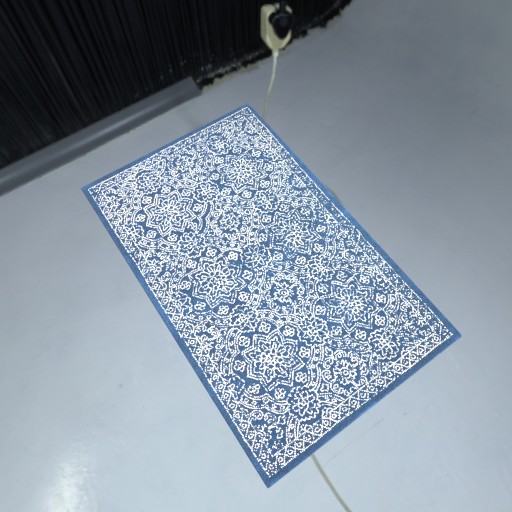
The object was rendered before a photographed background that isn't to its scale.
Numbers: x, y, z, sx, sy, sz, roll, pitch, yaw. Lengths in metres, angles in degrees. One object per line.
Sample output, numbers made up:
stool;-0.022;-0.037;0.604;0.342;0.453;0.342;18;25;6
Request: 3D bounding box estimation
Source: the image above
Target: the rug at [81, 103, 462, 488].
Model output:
rug;0.000;0.000;3.089;1.526;0.015;2.441;-32;68;-15
